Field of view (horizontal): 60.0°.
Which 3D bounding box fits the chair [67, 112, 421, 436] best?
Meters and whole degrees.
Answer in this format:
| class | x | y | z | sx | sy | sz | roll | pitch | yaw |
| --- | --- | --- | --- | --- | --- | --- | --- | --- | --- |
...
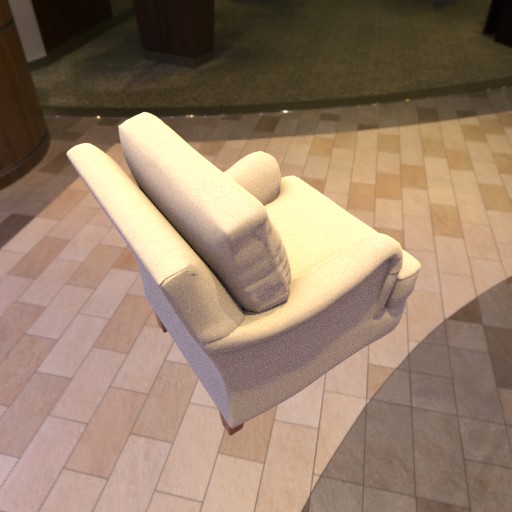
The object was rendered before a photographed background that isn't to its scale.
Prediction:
| class | x | y | z | sx | sy | sz | roll | pitch | yaw |
| --- | --- | --- | --- | --- | --- | --- | --- | --- | --- |
| chair | 0.000 | 0.000 | 1.812 | 1.078 | 1.076 | 0.895 | -23 | 45 | -25 |
